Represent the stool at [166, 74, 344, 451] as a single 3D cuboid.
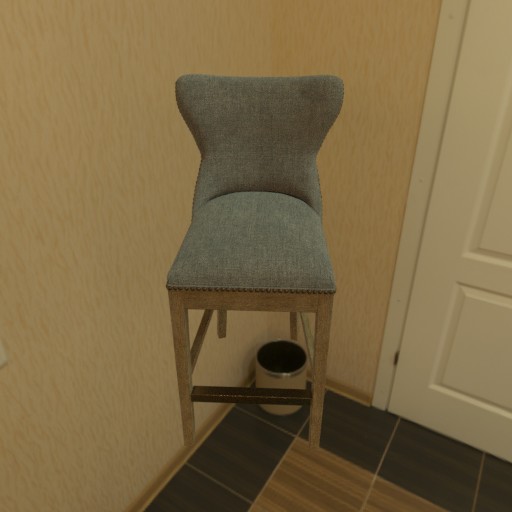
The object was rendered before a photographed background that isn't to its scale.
[{"bbox_3d":[0.000,0.000,1.350,0.498,0.981,0.608,1,29,2],"label":"stool"}]
